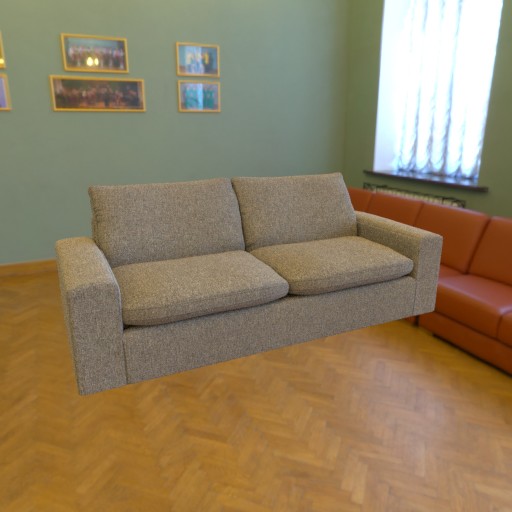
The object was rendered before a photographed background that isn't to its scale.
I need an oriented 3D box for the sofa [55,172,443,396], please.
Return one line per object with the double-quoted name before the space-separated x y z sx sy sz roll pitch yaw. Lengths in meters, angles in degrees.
"sofa" 0.000 0.000 2.836 2.299 0.922 1.040 -8 18 -25
